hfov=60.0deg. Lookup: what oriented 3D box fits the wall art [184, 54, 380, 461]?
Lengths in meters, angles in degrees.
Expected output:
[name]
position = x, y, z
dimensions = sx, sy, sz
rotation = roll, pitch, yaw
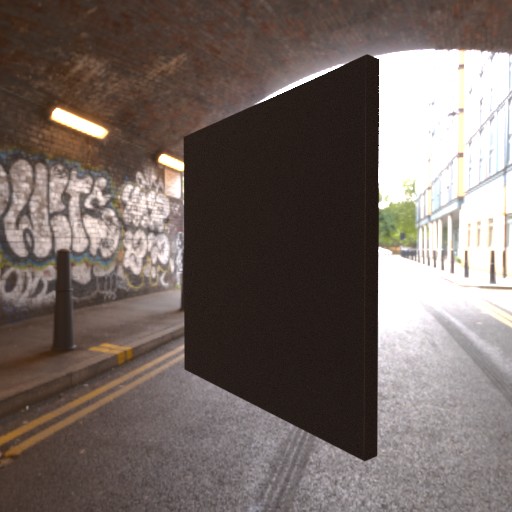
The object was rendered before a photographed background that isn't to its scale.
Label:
[wall art]
position = 0.000, 0.000, 1.149
dimensions = 0.038, 0.762, 0.762
rotation = -1, 2, -35
